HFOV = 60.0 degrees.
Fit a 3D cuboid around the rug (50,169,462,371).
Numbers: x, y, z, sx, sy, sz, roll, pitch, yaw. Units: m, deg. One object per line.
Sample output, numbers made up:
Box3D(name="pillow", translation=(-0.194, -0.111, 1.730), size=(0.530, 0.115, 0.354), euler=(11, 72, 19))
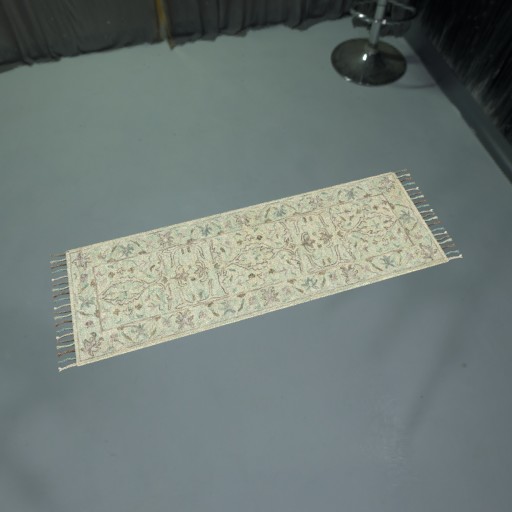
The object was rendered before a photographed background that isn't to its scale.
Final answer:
Box3D(name="rug", translation=(0.000, 0.000, 2.742), size=(2.440, 0.013, 0.769), euler=(-15, 60, -9))
